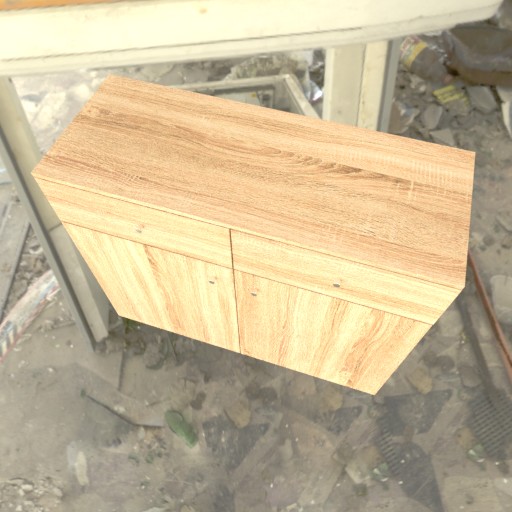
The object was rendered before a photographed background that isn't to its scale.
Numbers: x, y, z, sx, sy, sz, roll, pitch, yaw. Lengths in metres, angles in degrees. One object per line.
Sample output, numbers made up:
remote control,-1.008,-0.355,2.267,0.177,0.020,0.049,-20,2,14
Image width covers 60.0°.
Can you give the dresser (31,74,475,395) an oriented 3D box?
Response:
dresser,0.000,0.000,1.551,1.100,0.900,0.450,15,59,9
